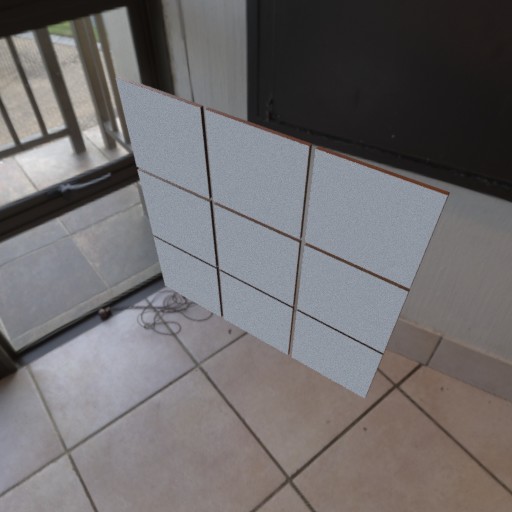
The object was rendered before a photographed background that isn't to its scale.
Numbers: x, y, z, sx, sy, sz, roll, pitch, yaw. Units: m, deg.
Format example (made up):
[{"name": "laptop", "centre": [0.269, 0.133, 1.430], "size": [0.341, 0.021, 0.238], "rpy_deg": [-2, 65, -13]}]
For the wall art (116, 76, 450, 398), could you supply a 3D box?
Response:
[{"name": "wall art", "centre": [0.000, 0.000, 1.895], "size": [1.256, 1.246, 0.017], "rpy_deg": [26, 52, 22]}]
